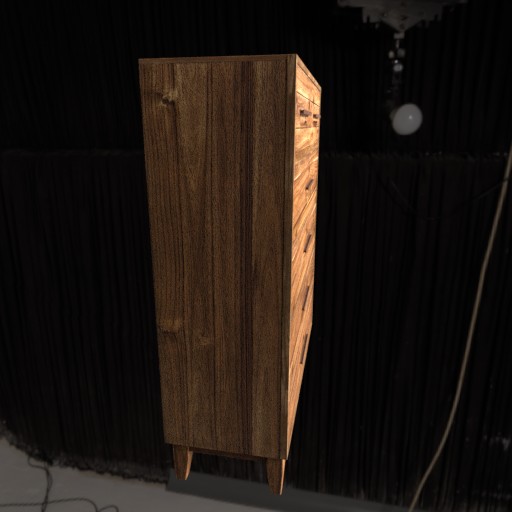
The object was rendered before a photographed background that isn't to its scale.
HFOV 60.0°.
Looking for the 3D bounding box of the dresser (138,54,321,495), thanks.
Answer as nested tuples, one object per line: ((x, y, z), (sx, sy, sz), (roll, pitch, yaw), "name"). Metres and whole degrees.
((0.000, 0.000, 1.853), (0.442, 1.393, 1.062), (3, 17, 11), "dresser")
